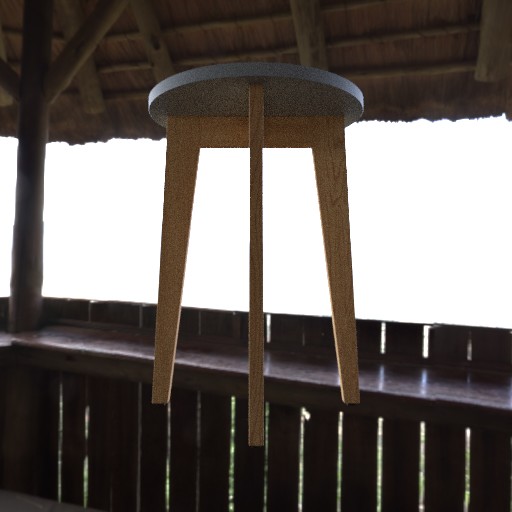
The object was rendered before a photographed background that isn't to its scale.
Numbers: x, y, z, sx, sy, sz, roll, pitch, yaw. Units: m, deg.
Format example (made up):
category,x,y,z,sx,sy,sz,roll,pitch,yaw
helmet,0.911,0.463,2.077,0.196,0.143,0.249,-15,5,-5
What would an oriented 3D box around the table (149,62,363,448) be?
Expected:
category,x,y,z,sx,sy,sz,roll,pitch,yaw
table,0.000,0.000,0.745,0.350,0.500,0.350,0,0,0
